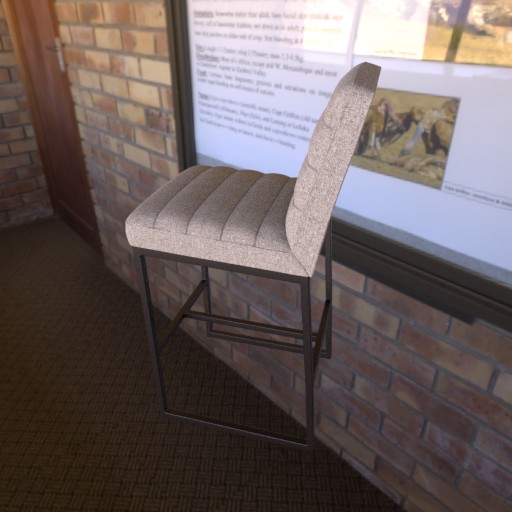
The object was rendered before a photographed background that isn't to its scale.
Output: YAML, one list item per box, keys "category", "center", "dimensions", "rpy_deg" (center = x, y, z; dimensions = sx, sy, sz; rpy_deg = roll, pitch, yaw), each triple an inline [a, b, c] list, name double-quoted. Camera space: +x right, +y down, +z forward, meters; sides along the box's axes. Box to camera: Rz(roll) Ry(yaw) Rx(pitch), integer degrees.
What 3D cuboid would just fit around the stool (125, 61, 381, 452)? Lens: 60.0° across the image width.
- category: "stool"
  center: [0.000, 0.000, 1.303]
  dimensions: [0.571, 1.034, 0.459]
  rpy_deg: [8, 30, 13]
